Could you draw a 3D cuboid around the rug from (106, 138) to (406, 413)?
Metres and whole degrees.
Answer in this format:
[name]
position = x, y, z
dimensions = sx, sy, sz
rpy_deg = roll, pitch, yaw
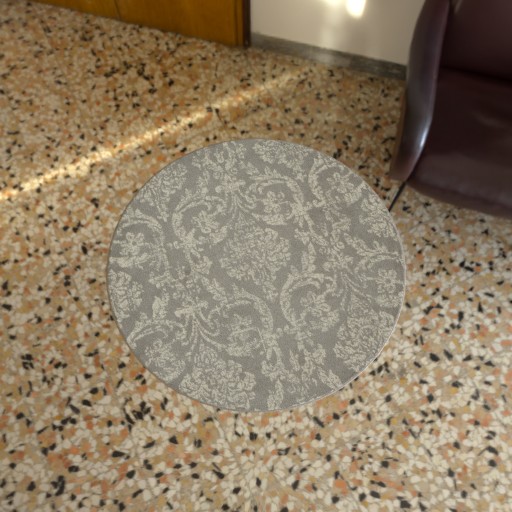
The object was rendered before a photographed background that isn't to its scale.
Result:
[rug]
position = 0.000, 0.000, 2.378
dimensions = 1.593, 0.012, 1.593
rpy_deg = 0, 65, 0
